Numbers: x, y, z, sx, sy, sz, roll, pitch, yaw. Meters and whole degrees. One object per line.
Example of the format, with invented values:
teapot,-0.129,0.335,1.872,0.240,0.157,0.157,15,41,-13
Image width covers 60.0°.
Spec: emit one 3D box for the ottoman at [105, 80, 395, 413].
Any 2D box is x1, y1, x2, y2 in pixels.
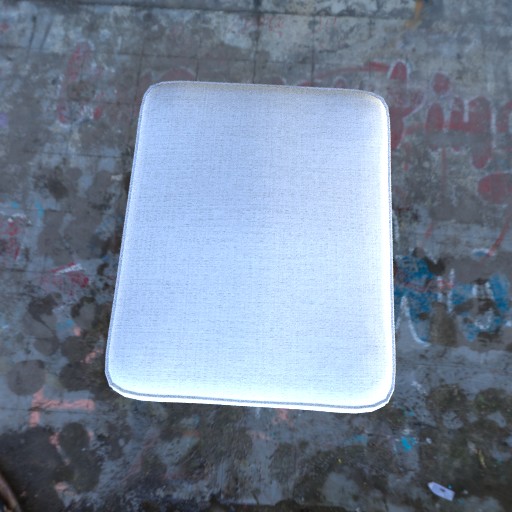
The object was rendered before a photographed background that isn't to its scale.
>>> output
ottoman,0.000,0.000,1.138,0.589,0.537,0.738,3,75,1
